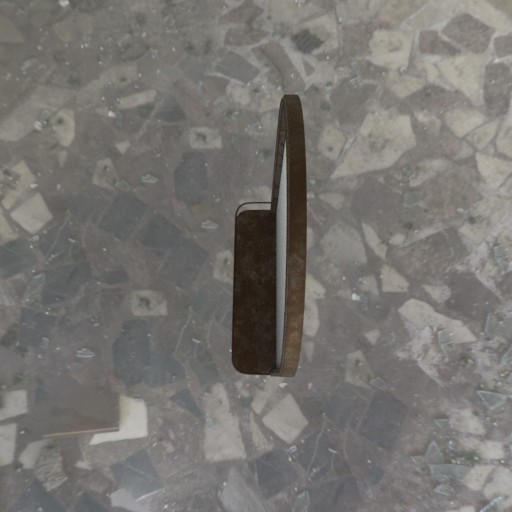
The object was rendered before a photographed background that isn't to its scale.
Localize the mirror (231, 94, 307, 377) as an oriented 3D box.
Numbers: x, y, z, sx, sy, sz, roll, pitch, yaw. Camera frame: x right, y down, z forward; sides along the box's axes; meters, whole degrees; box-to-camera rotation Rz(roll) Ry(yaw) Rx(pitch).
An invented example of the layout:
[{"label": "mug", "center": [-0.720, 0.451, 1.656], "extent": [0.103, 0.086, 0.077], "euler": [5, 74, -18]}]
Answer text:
[{"label": "mirror", "center": [0.000, 0.000, 0.967], "extent": [0.137, 0.770, 0.510], "euler": [1, 75, 0]}]
